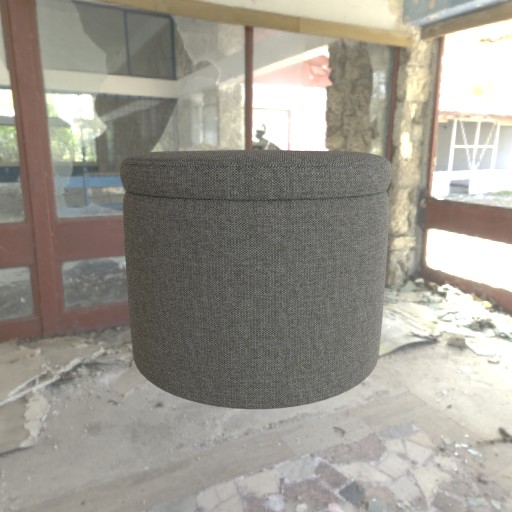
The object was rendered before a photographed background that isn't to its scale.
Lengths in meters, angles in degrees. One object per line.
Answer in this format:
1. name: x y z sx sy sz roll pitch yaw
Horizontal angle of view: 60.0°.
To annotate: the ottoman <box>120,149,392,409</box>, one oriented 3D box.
1. ottoman: 0.000 0.000 0.920 0.520 0.430 0.520 0 13 0
